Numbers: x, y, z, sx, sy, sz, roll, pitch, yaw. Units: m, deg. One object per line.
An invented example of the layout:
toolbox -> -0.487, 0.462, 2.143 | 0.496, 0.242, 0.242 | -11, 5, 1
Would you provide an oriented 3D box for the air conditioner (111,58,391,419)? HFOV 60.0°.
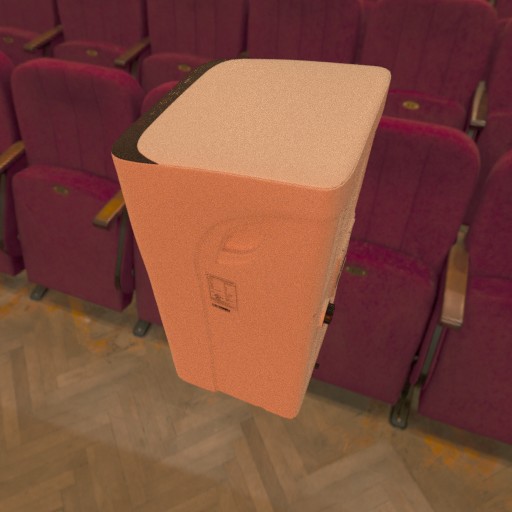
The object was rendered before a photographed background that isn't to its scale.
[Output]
air conditioner -> 0.000, 0.000, 0.914 | 0.369, 0.716, 0.352 | 16, 49, 14
